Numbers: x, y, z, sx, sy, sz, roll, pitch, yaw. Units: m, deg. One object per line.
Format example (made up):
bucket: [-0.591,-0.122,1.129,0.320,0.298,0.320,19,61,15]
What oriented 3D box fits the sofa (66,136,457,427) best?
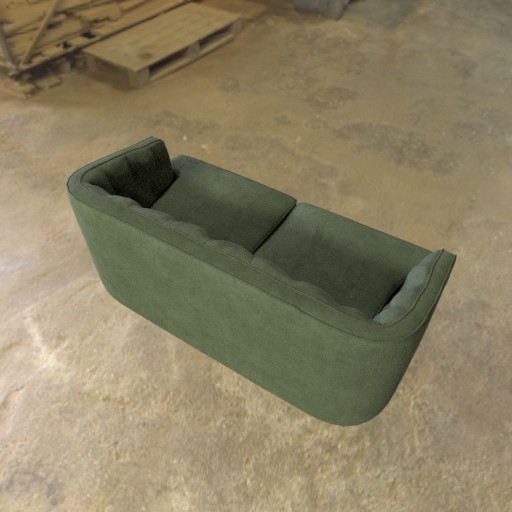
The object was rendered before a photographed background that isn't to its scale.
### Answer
sofa: [0.000,0.000,2.240,1.733,0.855,0.941,25,52,21]
